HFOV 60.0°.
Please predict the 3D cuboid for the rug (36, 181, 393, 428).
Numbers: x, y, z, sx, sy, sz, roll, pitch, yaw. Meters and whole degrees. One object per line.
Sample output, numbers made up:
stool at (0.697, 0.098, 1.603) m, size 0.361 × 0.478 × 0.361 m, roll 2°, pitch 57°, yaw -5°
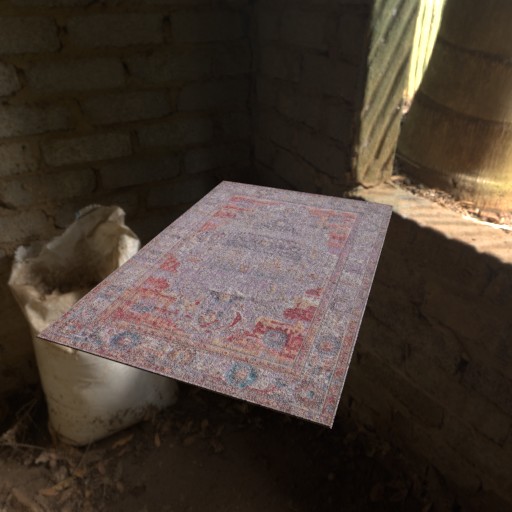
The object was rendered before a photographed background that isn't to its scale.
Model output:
rug at (0.000, 0.000, 2.342) m, size 1.219 × 0.005 × 1.829 m, roll 11°, pitch 33°, yaw 18°
